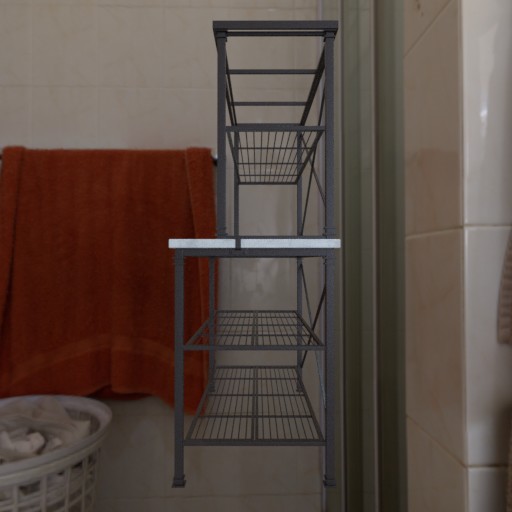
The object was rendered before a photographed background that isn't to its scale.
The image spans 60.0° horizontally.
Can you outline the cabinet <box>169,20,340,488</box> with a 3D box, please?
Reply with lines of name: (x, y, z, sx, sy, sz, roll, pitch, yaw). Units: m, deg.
cabinet: (0.000, 0.000, 2.158, 0.610, 1.659, 1.210, 0, -1, 0)
